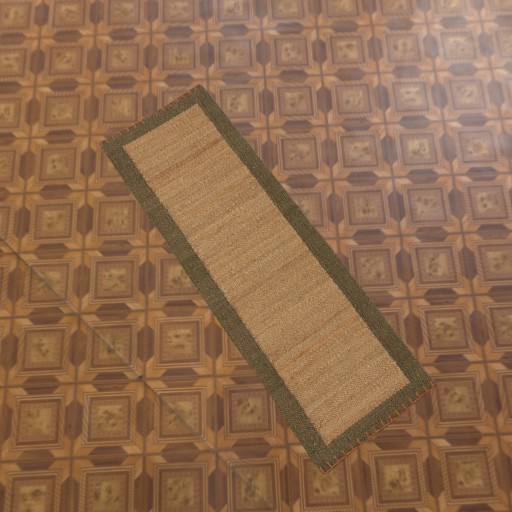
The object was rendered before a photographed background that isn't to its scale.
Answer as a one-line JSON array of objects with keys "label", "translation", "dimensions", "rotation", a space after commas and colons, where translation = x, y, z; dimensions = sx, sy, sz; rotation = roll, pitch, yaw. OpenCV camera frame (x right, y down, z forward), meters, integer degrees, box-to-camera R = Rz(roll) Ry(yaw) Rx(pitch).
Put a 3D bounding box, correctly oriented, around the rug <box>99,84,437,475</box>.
[{"label": "rug", "translation": [0.000, 0.000, 2.684], "dimensions": [0.810, 0.016, 2.413], "rotation": [-34, 78, -9]}]
